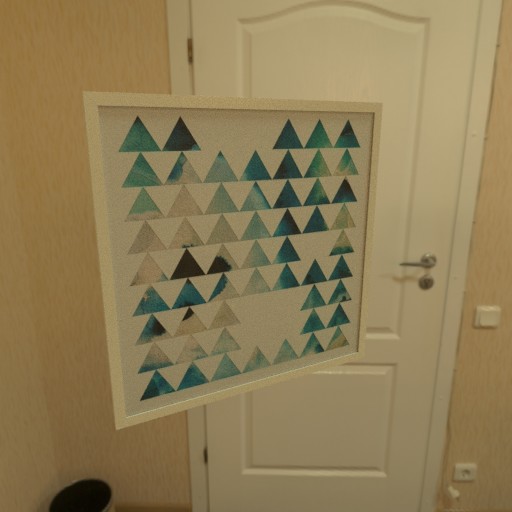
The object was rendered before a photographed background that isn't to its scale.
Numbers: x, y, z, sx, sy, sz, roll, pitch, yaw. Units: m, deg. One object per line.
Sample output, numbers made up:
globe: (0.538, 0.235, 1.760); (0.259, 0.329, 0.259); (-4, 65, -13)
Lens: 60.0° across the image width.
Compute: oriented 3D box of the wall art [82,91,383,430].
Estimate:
wall art: (0.000, 0.000, 0.829); (0.557, 0.557, 0.012); (-8, 18, -26)
